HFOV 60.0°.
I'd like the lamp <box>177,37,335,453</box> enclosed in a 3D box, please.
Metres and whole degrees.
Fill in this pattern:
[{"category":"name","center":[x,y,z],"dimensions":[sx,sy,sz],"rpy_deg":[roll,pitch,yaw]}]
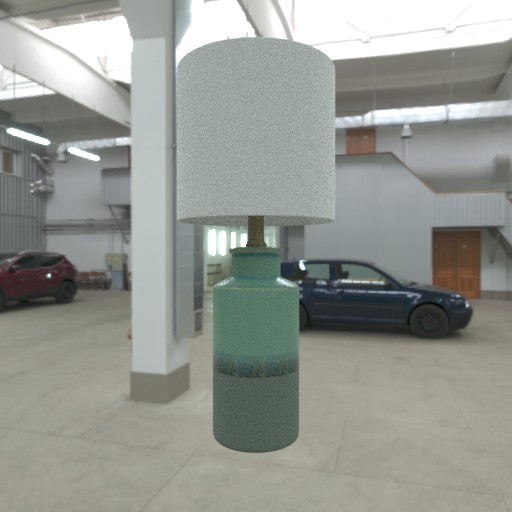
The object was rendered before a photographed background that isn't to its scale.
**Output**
[{"category":"lamp","center":[0.000,0.000,0.604],"dimensions":[0.212,0.493,0.212],"rpy_deg":[0,1,-19]}]
